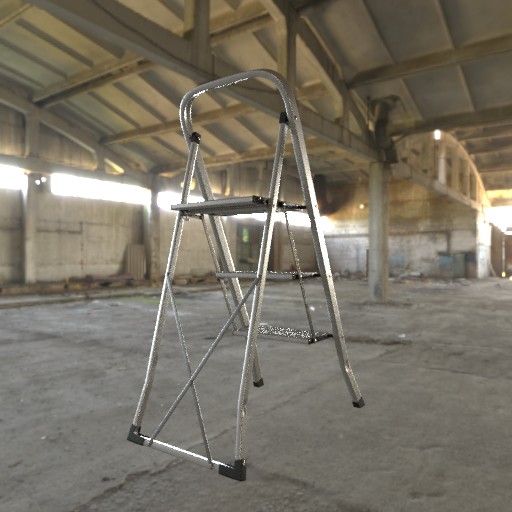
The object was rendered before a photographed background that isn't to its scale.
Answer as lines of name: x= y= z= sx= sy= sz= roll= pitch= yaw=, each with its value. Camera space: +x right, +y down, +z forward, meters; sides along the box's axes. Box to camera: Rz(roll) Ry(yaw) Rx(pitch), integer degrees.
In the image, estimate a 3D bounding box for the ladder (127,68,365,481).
ladder: x=0.000 y=0.000 z=1.442 sx=0.465 sy=1.070 sz=0.704 roll=0 pitch=0 yaw=35
